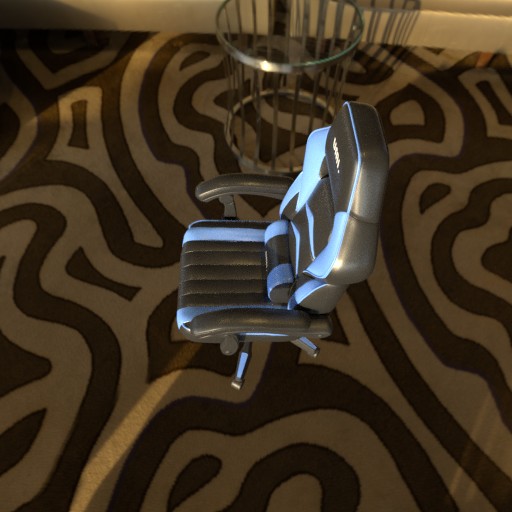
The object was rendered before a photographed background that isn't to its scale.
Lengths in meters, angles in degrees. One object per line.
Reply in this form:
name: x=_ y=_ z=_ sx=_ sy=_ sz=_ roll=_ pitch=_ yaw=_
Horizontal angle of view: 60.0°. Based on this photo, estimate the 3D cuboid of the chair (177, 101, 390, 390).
chair: x=0.000 y=0.000 z=1.706 sx=0.700 sy=1.280 sz=0.700 roll=-2 pitch=59 yaw=-1
